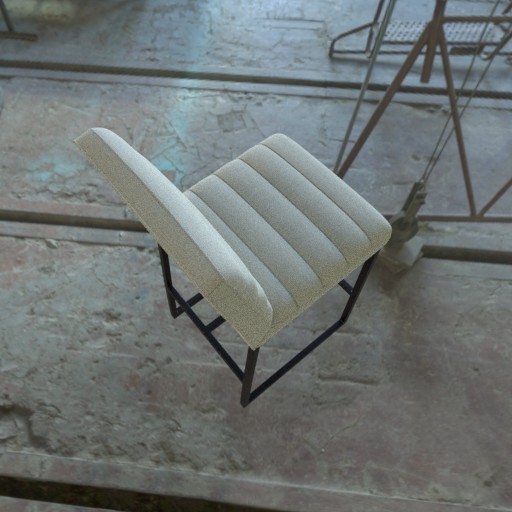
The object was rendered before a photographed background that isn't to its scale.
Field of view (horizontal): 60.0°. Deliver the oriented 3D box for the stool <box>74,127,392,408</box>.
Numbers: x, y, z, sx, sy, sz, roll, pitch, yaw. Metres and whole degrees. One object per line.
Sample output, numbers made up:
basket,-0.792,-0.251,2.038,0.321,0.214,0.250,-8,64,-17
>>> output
stool,0.000,0.000,1.246,0.560,0.940,0.460,-35,65,-19
